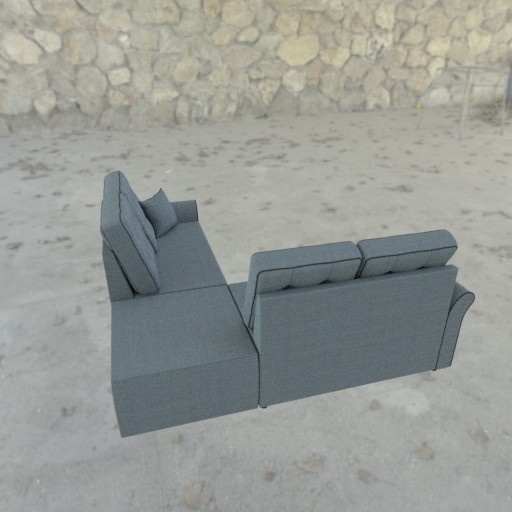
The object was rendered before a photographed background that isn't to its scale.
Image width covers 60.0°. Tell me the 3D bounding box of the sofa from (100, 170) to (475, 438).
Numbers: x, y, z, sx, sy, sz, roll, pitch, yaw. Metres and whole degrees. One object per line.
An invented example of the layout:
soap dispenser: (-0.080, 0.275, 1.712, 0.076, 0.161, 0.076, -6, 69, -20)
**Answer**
sofa: (0.000, 0.000, 3.255, 2.068, 0.988, 2.070, -7, 28, -14)
